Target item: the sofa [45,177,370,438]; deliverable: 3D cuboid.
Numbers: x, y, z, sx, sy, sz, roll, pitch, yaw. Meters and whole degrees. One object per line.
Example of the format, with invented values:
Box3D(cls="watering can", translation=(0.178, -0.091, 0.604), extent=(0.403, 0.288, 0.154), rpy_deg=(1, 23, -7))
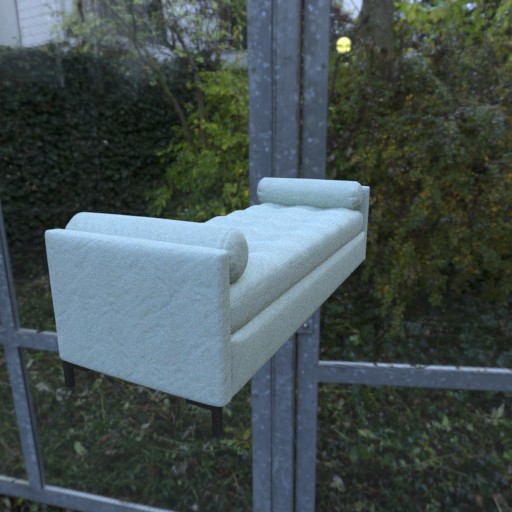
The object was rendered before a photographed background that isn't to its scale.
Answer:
Box3D(cls="sofa", translation=(0.000, 0.000, 2.470), extent=(0.796, 0.705, 2.102), rpy_deg=(7, 17, 25))
